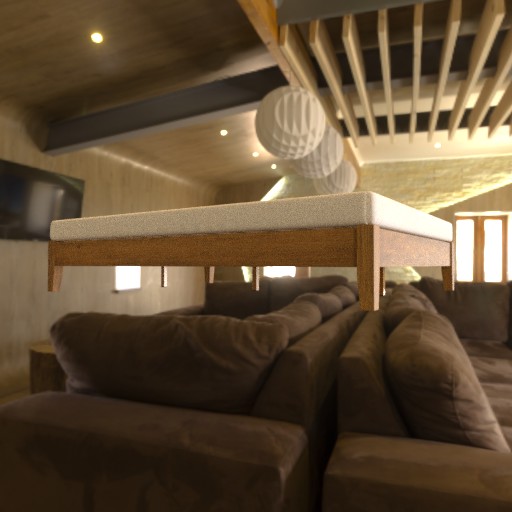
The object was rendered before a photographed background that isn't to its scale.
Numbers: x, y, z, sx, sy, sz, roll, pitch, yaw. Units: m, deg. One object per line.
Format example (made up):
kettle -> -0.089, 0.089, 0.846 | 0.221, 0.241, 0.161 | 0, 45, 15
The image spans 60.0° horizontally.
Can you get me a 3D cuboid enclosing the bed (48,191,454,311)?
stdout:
bed -> 0.000, 0.000, 2.750 | 2.016, 0.431, 1.536 | -1, -1, 34
